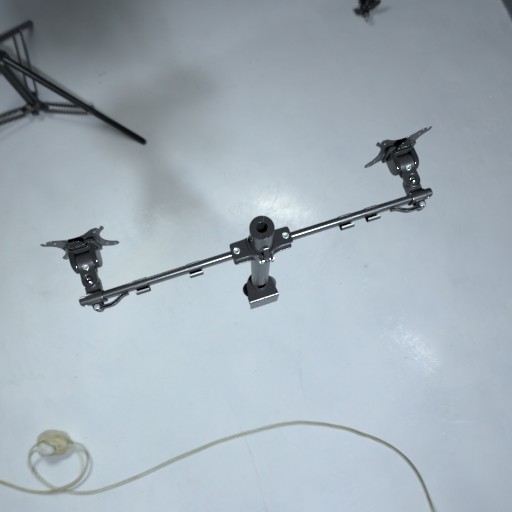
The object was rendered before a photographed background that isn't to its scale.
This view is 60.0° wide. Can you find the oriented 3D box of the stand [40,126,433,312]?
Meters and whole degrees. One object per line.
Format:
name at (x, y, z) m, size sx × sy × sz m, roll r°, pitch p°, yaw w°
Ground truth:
stand at (0.000, 0.000, 1.025) m, size 0.743 × 0.603 × 0.150 m, roll -18°, pitch 76°, yaw -4°
